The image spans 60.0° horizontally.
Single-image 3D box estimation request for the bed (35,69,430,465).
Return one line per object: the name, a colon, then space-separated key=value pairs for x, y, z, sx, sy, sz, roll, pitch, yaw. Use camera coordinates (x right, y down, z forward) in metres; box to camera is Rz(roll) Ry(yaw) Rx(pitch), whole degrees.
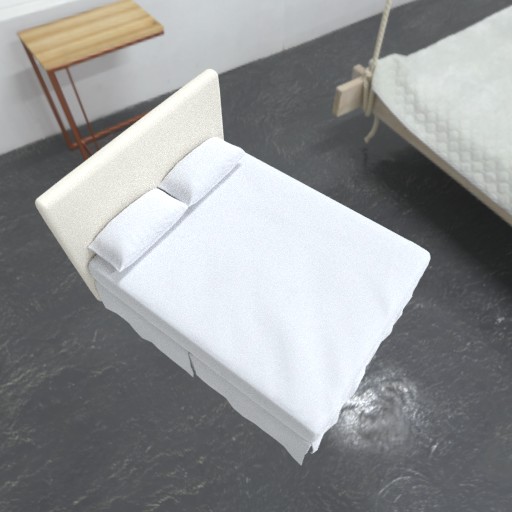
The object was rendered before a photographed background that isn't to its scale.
bed: x=0.000 y=0.000 z=3.205 sx=2.142 sy=1.330 sz=1.713 roll=32 pitch=63 yaw=19
